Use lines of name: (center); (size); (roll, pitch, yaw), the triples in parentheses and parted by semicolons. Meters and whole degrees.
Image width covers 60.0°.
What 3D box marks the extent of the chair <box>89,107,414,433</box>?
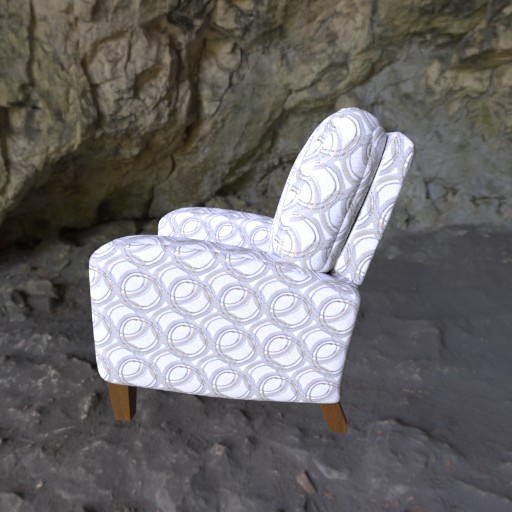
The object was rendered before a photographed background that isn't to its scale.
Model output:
chair: (0.000, 0.000, 1.730); (0.995, 1.065, 0.796); (2, 15, 7)
